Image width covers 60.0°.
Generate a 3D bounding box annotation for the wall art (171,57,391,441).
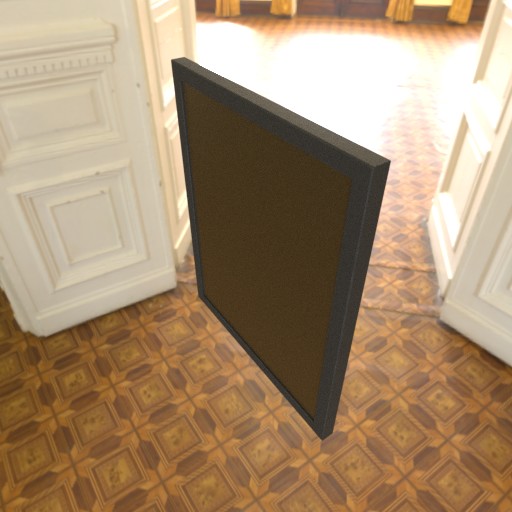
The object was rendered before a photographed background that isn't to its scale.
[{"bbox_3d":[0.000,0.000,0.782,0.028,0.558,0.457,-24,45,-26],"label":"wall art"}]
